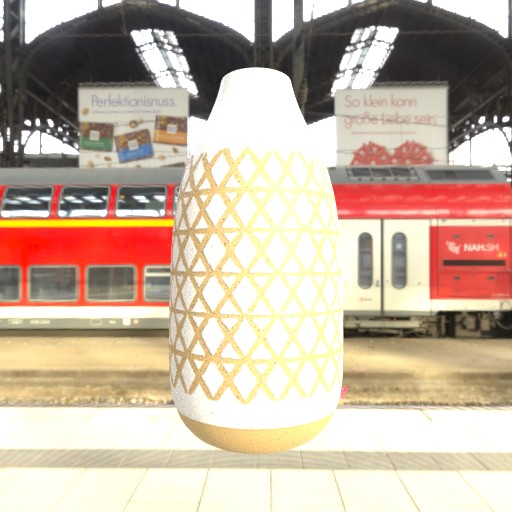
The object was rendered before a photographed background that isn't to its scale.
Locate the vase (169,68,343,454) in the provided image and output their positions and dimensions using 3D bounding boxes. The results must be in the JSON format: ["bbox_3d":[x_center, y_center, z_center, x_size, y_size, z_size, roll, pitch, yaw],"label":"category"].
[{"bbox_3d":[0.000,0.000,0.483,0.186,0.380,0.186,0,0,0],"label":"vase"}]
